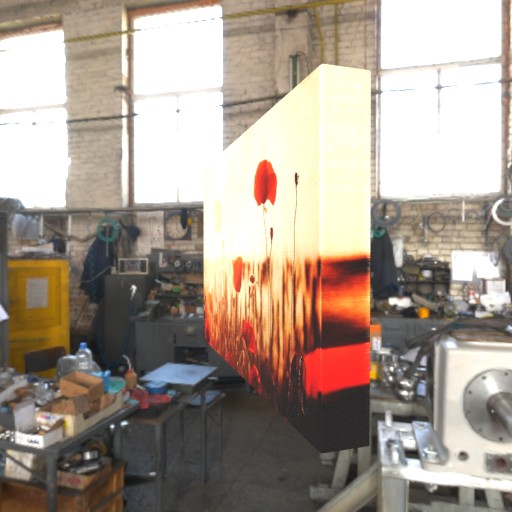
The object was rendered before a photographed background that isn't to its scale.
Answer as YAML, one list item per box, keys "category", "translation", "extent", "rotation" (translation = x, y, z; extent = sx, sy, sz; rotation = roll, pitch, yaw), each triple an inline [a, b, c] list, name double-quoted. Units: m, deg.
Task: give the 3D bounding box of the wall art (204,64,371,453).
- category: "wall art"
  translation: [0.000, 0.000, 0.472]
  extent: [0.037, 0.251, 0.383]
  rotation: [0, 1, -18]
